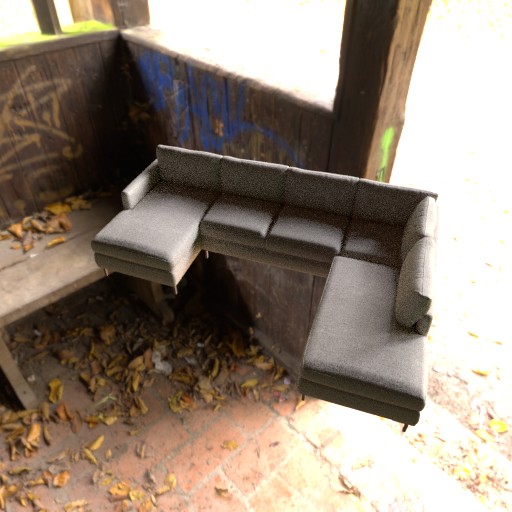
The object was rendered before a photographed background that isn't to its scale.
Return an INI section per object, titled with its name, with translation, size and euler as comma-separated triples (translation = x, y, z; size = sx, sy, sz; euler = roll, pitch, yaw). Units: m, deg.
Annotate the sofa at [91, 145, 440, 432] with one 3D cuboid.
[sofa]
translation = 0.000, 0.000, 3.556
size = 2.737, 0.756, 1.879
euler = 13, 43, 14
